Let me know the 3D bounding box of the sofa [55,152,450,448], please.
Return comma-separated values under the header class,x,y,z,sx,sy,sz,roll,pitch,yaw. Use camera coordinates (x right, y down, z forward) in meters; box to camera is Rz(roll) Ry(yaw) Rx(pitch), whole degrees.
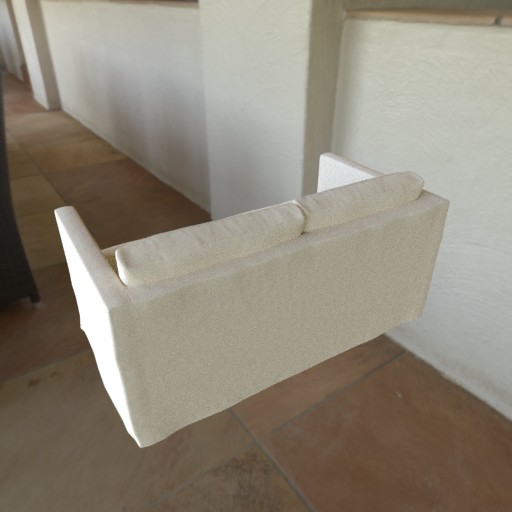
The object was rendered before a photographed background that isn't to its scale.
class,x,y,z,sx,sy,sz,roll,pitch,yaw
sofa,0.000,0.000,2.314,1.746,0.834,0.962,-17,35,-27
